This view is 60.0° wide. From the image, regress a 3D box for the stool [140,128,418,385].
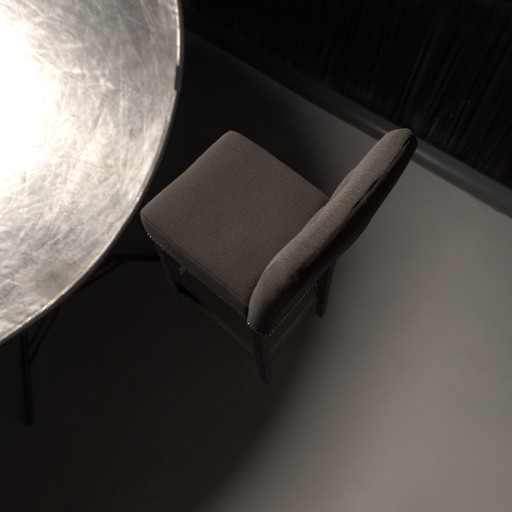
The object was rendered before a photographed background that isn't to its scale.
[{"bbox_3d":[0.000,0.000,1.326,0.548,1.047,0.411,36,68,17],"label":"stool"}]
